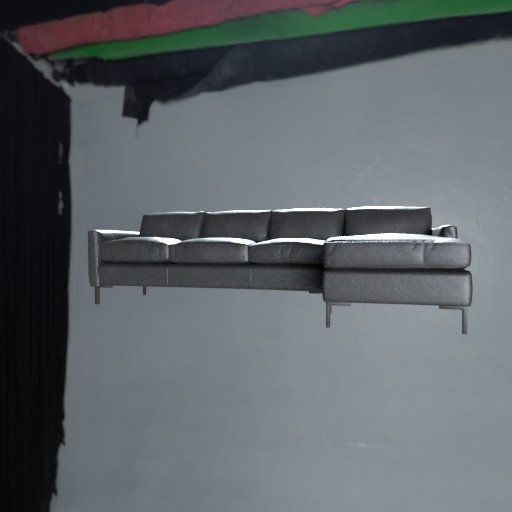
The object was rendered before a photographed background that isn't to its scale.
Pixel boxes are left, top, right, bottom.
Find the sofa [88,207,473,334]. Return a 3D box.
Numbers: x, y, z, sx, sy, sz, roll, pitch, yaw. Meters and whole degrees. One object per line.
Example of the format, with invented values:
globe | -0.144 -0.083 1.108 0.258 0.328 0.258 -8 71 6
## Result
sofa | 0.000 0.000 3.599 2.993 0.859 1.471 0 1 16
